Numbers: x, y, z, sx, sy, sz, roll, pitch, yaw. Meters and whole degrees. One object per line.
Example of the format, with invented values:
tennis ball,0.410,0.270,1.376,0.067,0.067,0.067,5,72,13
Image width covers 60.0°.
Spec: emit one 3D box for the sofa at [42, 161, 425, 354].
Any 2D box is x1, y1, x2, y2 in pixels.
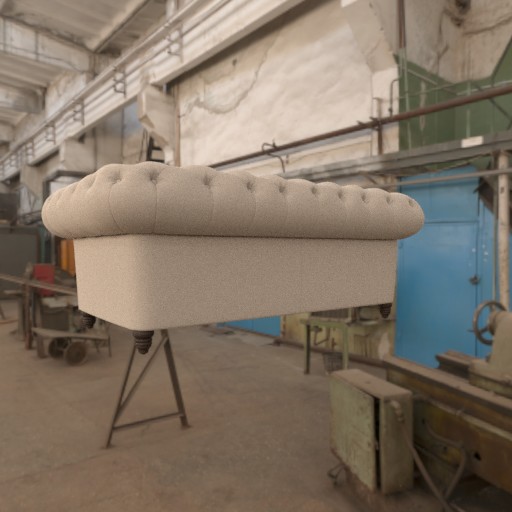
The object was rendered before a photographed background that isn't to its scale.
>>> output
sofa,0.000,0.000,2.452,1.998,0.764,0.986,-1,1,-37
